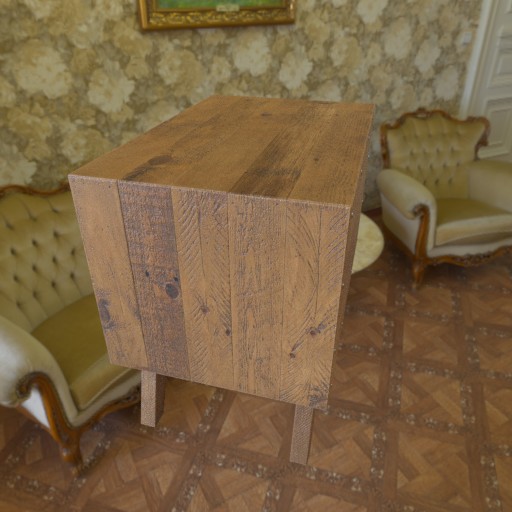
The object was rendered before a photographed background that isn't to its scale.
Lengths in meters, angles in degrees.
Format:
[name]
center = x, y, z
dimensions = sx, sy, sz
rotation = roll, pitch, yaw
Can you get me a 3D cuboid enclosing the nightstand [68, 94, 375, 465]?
[nightstand]
center = 0.000, 0.000, 1.062
dimensions = 0.450, 0.599, 0.650
rotation = 8, 32, 13
